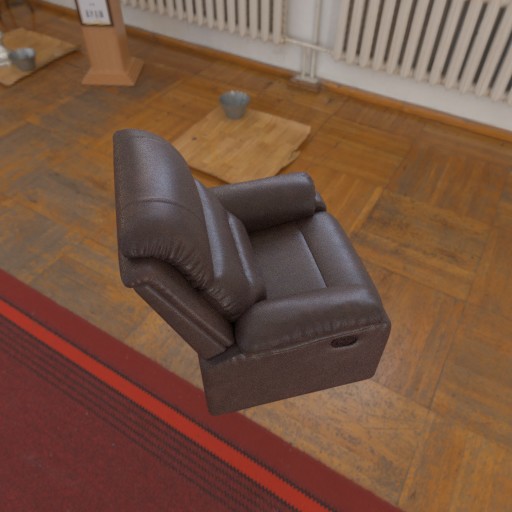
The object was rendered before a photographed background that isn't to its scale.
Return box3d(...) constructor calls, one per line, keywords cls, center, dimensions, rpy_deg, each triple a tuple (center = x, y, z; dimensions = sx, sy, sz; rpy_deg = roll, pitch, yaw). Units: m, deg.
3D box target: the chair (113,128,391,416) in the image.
box3d(cls="chair", center=(0.000, 0.000, 1.740), dimensions=(0.919, 0.992, 0.855), rpy_deg=(-10, 47, -10))
